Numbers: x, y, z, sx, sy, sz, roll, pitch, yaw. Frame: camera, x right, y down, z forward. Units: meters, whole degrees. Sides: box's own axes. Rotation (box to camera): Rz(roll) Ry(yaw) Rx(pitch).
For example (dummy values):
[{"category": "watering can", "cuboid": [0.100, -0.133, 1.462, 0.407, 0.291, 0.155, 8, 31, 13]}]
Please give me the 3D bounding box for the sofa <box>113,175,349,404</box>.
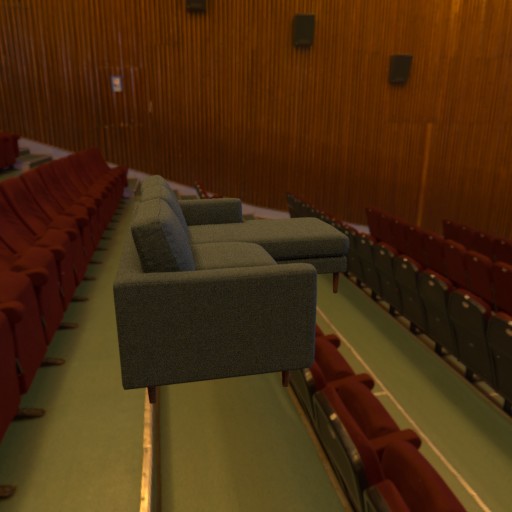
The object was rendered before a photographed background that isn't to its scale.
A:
[{"category": "sofa", "cuboid": [0.000, 0.000, 3.029, 1.667, 0.957, 2.055, -4, 17, -12]}]
